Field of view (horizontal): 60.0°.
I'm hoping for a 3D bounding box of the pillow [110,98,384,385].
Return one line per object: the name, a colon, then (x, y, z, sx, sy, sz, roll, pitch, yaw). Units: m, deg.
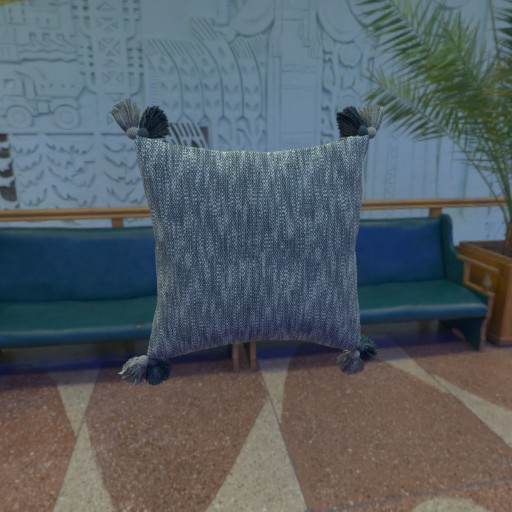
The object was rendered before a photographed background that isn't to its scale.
pillow: (0.000, 0.000, 0.943, 0.614, 0.634, 0.138, -2, 16, -8)
